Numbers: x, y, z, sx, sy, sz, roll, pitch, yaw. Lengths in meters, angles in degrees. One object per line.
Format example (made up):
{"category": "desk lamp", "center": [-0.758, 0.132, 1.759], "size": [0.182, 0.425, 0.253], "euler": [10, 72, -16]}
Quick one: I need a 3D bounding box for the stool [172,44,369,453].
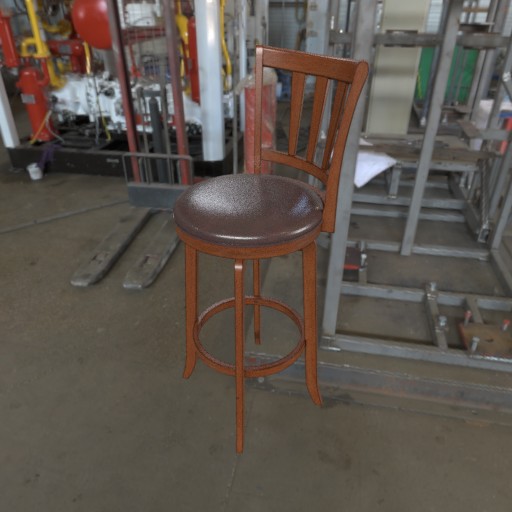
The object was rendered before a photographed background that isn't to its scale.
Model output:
{"category": "stool", "center": [0.000, 0.000, 1.418], "size": [0.503, 1.177, 0.464], "euler": [-19, 36, -29]}
